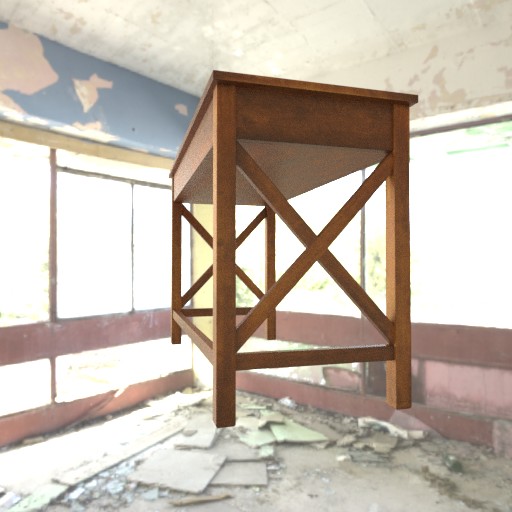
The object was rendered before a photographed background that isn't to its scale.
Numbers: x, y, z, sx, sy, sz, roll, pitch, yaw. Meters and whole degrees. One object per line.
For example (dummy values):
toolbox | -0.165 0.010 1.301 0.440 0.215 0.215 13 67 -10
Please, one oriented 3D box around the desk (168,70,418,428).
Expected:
desk | 0.000 0.000 1.535 0.508 0.762 1.117 0 -1 -16
